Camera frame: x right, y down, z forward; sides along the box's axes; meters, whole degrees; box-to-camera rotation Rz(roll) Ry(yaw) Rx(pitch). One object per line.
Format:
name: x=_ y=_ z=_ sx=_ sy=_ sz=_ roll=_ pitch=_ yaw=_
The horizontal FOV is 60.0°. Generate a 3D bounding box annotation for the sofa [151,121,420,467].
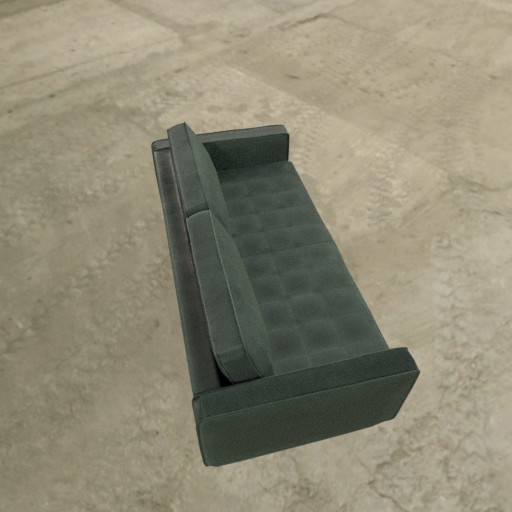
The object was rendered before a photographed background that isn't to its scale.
sofa: x=0.000 y=0.000 z=2.313 sx=0.886 sy=0.781 sz=1.816 roll=-10 pitch=48 yaw=-10
